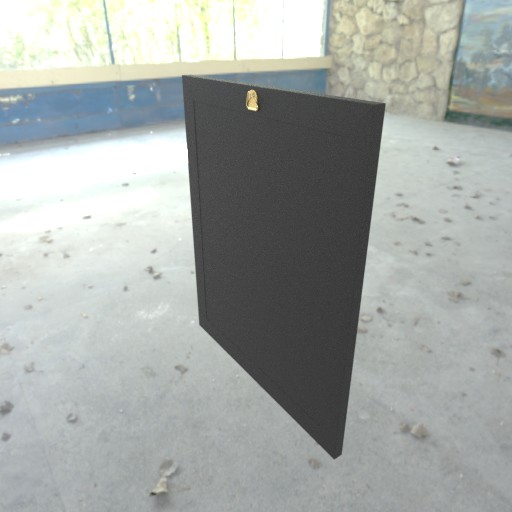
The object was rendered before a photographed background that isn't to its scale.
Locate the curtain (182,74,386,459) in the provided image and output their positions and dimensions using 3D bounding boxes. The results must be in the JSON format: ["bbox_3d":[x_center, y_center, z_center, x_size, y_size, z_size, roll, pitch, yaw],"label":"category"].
[{"bbox_3d":[0.000,0.000,0.812,0.027,0.585,0.483,-18,32,-31],"label":"curtain"}]
